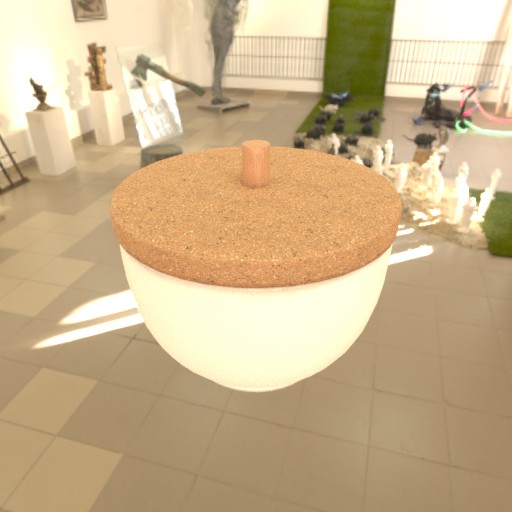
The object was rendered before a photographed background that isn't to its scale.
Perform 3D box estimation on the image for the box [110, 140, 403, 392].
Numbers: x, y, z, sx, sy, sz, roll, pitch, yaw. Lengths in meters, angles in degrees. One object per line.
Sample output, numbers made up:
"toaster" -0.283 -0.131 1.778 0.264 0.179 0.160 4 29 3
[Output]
"box" 0.000 0.000 0.183 0.107 0.094 0.107 0 31 0
